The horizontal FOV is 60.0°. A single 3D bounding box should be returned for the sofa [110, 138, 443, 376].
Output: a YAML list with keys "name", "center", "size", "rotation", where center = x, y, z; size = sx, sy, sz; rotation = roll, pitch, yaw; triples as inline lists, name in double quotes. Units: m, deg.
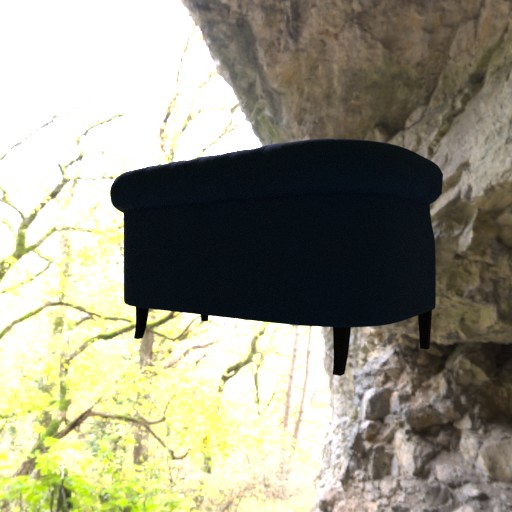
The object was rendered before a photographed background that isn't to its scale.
- name: "sofa"
  center: [0.000, 0.000, 2.087]
  size: [1.558, 0.827, 0.835]
  rotation: [0, 1, 37]
